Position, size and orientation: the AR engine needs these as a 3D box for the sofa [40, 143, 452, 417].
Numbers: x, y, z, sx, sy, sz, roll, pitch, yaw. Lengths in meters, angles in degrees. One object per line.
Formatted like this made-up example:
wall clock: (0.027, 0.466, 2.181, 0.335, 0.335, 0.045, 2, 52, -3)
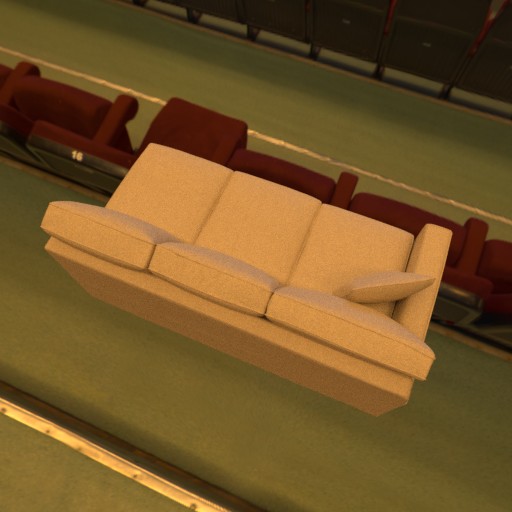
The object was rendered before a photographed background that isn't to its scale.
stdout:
sofa: (0.000, 0.000, 2.566, 1.962, 0.946, 1.034, 21, 66, 10)
